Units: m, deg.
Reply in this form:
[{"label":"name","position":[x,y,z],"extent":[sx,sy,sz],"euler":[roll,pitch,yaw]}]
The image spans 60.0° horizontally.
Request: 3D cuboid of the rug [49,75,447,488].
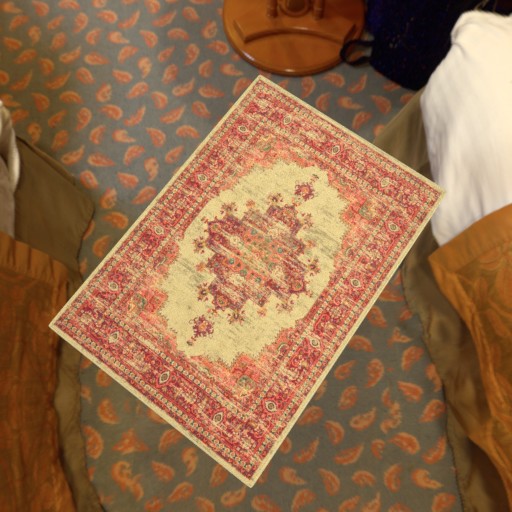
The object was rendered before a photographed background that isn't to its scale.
[{"label":"rug","position":[0.000,0.000,3.674],"extent":[2.005,0.014,2.878],"euler":[35,78,9]}]
